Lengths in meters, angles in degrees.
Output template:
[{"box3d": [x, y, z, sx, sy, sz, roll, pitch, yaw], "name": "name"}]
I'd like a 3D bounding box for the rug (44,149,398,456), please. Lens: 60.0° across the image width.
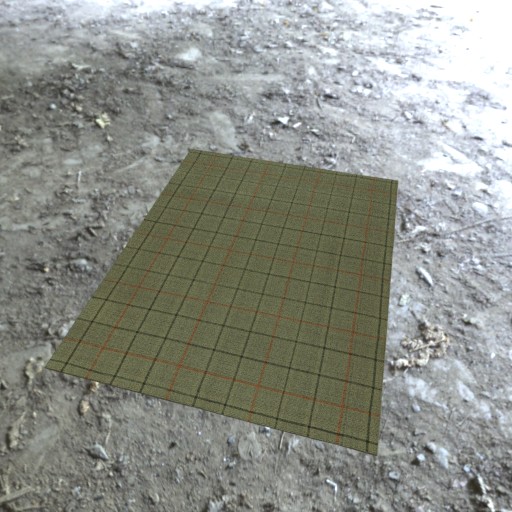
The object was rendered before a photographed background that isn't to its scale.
[{"box3d": [0.000, 0.000, 4.092, 2.444, 0.012, 3.048, 11, 47, 10], "name": "rug"}]
